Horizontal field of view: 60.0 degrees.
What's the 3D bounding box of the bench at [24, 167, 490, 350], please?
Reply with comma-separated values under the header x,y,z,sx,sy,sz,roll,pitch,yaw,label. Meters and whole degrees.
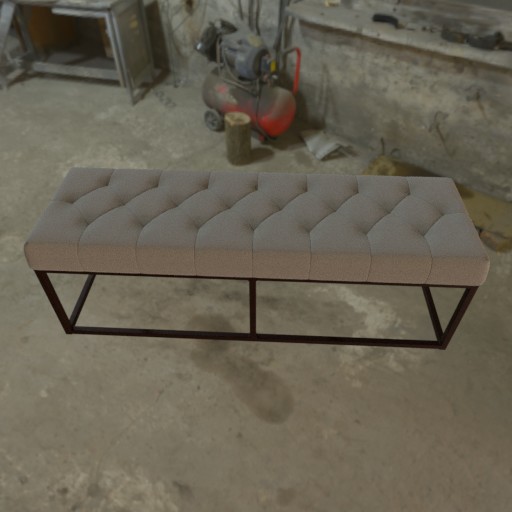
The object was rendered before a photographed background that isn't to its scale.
x,y,z,sx,sy,sz,roll,pitch,yaw,label
0.000,0.000,1.693,1.488,0.488,0.479,2,45,2,bench
